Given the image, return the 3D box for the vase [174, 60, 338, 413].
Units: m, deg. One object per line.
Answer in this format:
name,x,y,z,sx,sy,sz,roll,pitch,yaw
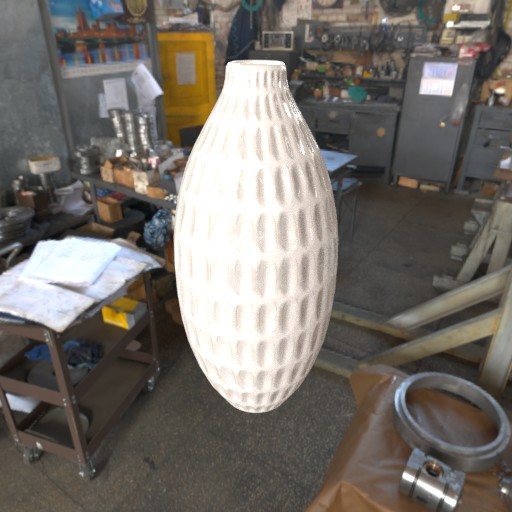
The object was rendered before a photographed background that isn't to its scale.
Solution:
vase,0.000,0.000,0.351,0.127,0.282,0.127,0,28,0
